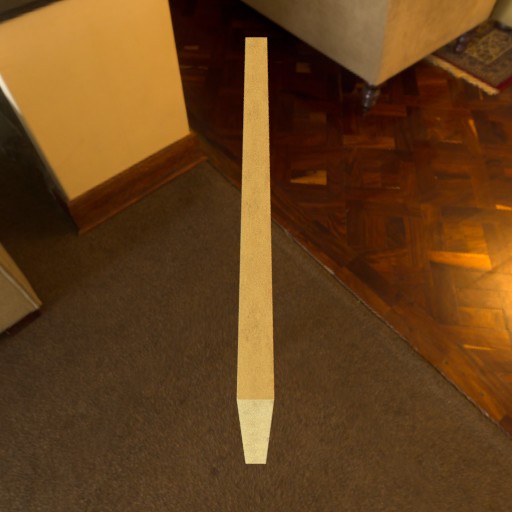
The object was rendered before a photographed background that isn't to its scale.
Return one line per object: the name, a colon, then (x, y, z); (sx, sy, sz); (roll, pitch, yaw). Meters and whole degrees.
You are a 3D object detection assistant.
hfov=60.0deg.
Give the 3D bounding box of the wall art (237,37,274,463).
wall art: (0.000, 0.000, 0.680); (0.032, 0.380, 0.532); (0, 57, 0)
